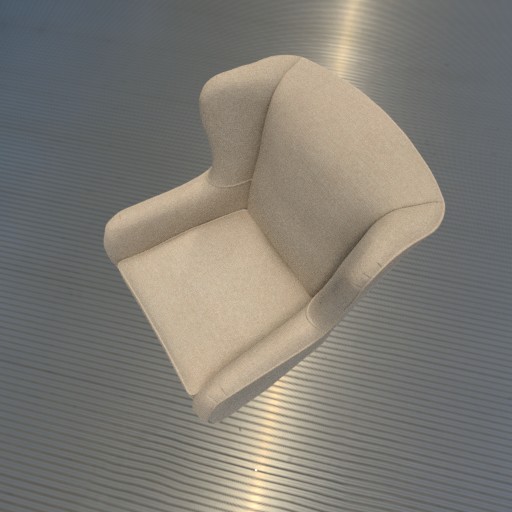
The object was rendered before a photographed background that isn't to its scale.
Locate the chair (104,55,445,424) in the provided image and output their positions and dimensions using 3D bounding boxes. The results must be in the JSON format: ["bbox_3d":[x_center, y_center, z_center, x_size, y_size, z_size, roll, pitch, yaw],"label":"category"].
[{"bbox_3d":[0.000,0.000,1.710,0.966,1.040,0.838,-30,68,-14],"label":"chair"}]
